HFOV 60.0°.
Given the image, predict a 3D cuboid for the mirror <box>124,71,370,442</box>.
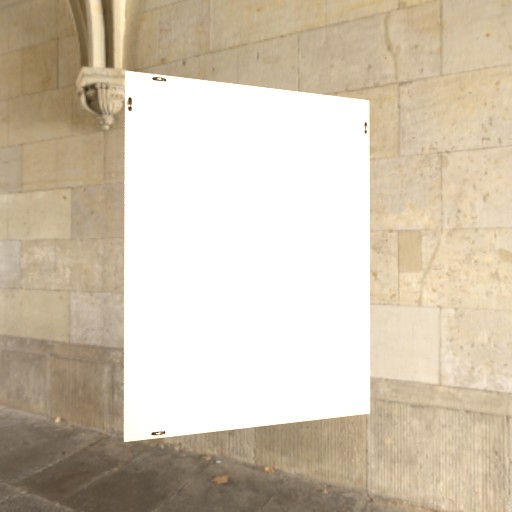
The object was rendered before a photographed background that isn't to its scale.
[{"bbox_3d":[0.000,0.000,1.341,0.762,1.016,0.040,0,-1,-17],"label":"mirror"}]
